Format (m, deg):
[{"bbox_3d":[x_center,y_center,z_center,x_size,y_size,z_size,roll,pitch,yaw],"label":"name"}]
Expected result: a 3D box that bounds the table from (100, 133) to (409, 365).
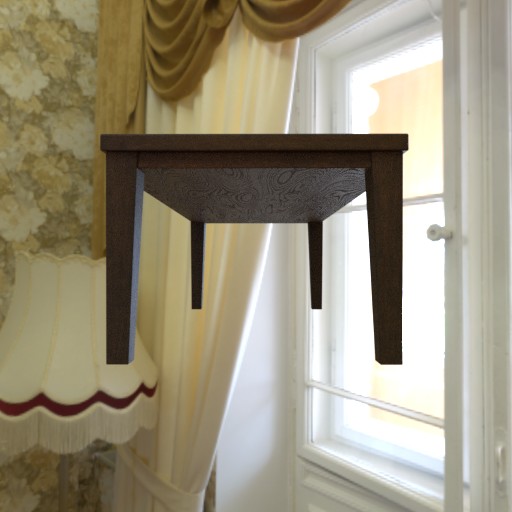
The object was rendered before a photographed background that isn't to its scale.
[{"bbox_3d":[0.000,0.000,2.437,1.016,0.762,1.981,0,-1,0],"label":"table"}]
